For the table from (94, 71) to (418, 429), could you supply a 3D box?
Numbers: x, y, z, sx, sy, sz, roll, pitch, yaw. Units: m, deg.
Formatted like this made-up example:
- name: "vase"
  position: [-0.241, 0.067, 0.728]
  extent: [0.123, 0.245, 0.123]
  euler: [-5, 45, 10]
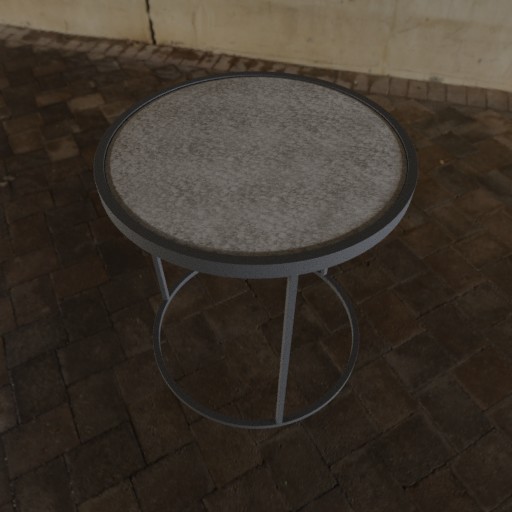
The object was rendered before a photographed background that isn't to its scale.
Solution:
- name: "table"
  position: [0.000, 0.000, 0.845]
  extent: [0.470, 0.498, 0.470]
  euler: [0, 48, 0]
